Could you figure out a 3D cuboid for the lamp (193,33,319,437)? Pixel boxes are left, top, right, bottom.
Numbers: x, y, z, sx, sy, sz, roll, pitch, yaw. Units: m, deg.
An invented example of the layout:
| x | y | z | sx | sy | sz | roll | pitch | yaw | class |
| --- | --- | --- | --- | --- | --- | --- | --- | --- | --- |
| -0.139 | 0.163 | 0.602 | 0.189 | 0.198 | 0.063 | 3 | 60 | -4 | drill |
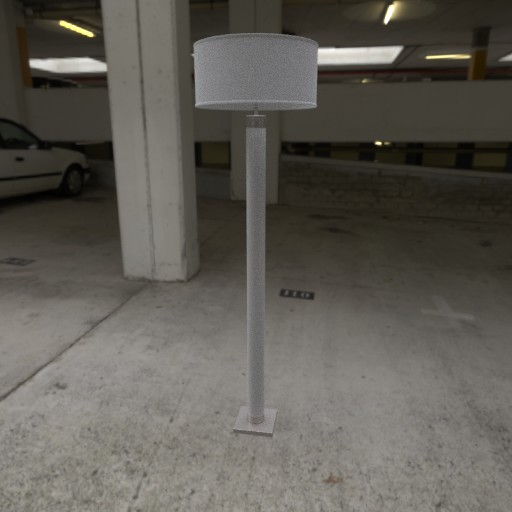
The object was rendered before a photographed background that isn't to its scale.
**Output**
| x | y | z | sx | sy | sz | roll | pitch | yaw | class |
| --- | --- | --- | --- | --- | --- | --- | --- | --- | --- |
| 0.000 | 0.000 | 1.684 | 0.420 | 1.475 | 0.420 | 3 | 16 | 9 | lamp |
